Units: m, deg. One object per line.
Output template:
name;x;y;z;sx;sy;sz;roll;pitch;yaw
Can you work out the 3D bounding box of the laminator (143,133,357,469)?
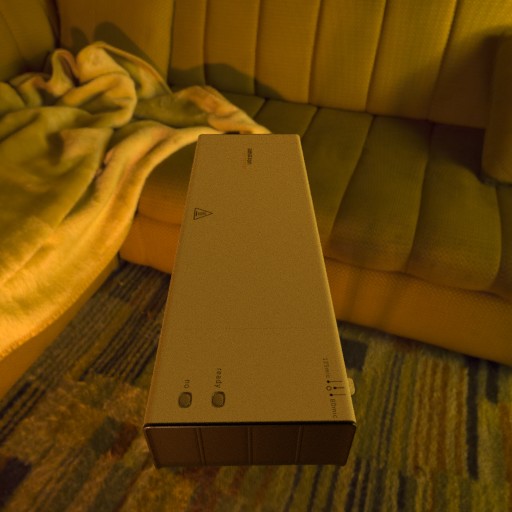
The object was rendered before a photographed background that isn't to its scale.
laminator;0.000;0.000;0.377;0.123;0.062;0.340;-1;41;-1
